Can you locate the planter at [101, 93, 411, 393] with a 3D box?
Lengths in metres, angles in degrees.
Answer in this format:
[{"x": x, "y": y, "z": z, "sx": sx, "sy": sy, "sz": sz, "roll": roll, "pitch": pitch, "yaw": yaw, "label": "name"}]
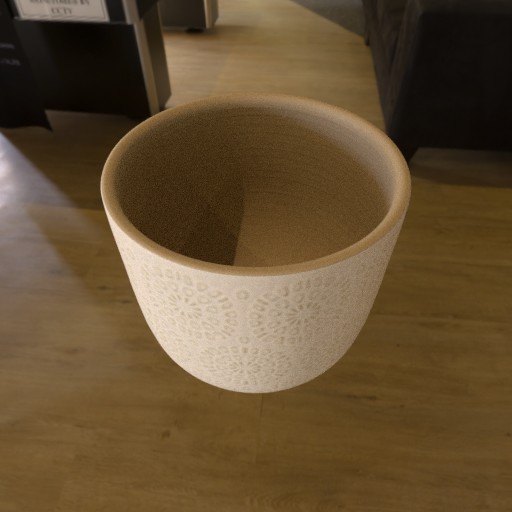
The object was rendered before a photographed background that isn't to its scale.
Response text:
[{"x": 0.000, "y": 0.000, "z": 0.303, "sx": 0.170, "sy": 0.152, "sz": 0.170, "roll": 0, "pitch": 46, "yaw": 0, "label": "planter"}]
